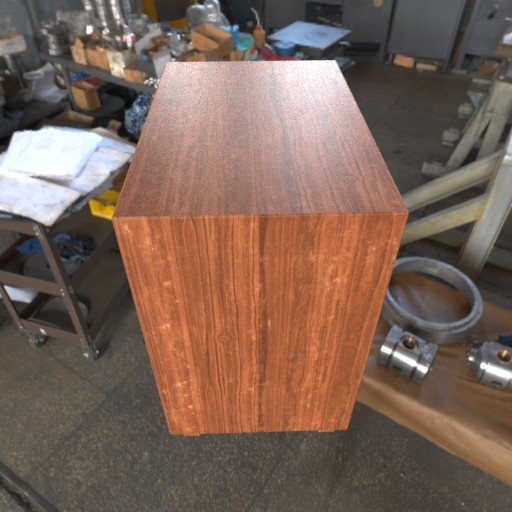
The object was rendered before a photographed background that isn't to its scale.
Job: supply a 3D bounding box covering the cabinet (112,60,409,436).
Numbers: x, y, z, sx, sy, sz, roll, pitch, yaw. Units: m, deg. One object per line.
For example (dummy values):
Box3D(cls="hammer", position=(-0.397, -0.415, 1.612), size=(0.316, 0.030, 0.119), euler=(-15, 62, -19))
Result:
Box3D(cls="cabinet", position=(0.000, 0.000, 1.055), size=(0.410, 0.695, 0.607), euler=(-1, 42, -1))
